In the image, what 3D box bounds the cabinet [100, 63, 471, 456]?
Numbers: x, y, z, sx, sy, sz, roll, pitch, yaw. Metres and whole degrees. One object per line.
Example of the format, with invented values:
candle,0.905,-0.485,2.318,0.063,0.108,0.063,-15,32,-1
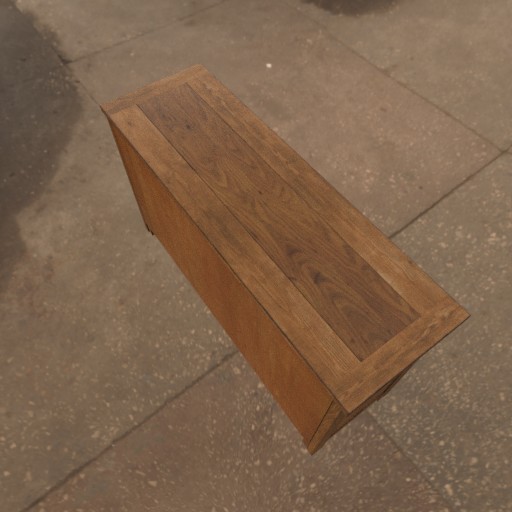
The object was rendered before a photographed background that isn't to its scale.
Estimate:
cabinet,0.000,0.000,1.867,0.480,0.813,1.474,-31,63,-18
